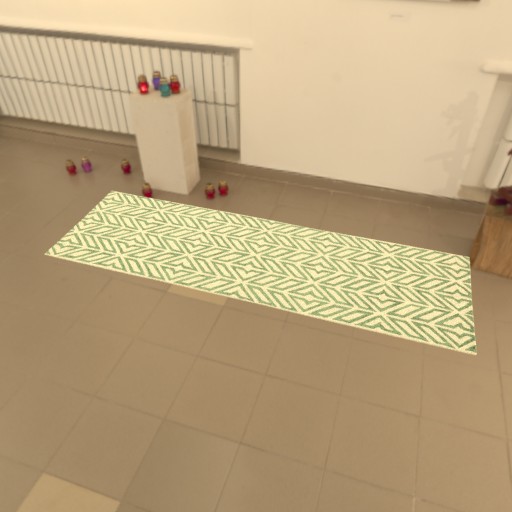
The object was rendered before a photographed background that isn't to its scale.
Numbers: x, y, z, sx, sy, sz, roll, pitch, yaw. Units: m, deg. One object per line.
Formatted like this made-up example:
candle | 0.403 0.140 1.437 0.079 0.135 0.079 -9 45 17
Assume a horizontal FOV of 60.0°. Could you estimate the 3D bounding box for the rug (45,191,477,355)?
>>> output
rug | 0.000 0.000 2.655 2.435 0.009 0.750 12 42 13
